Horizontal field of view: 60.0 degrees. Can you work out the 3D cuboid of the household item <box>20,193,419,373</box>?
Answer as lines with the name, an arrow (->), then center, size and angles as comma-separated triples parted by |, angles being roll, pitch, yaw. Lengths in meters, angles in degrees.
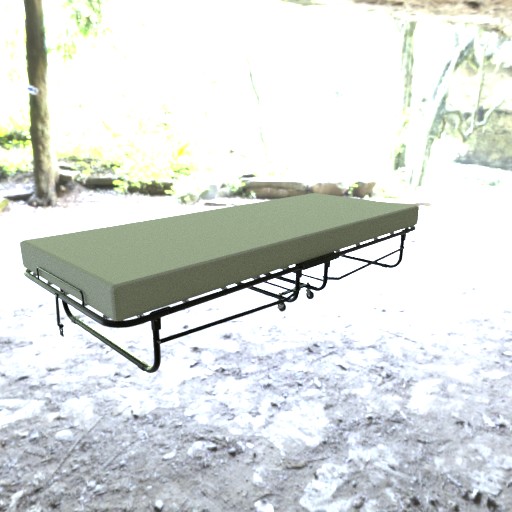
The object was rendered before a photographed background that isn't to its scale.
household item -> 0.000, 0.000, 2.141 | 0.787, 0.356, 1.905 | 15, 22, 43
